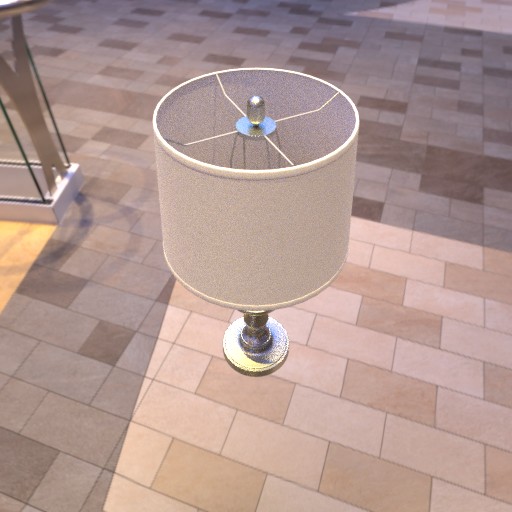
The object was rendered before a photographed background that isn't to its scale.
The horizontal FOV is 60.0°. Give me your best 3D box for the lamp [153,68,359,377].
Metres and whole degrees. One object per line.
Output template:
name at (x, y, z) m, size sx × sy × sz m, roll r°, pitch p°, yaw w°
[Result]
lamp at (0.000, 0.000, 0.967) m, size 0.383 × 0.733 × 0.383 m, roll 0°, pitch 46°, yaw 0°
